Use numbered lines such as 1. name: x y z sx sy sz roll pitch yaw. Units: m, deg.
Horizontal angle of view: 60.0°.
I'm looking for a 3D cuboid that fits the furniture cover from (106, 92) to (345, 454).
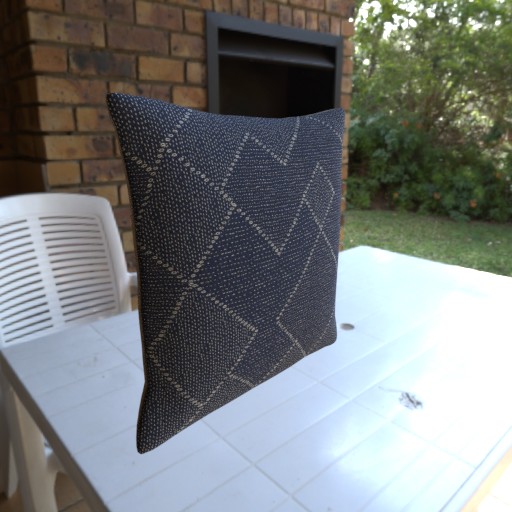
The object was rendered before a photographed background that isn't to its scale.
1. furniture cover: 0.000 0.000 0.763 0.162 0.503 0.511 15 22 42
